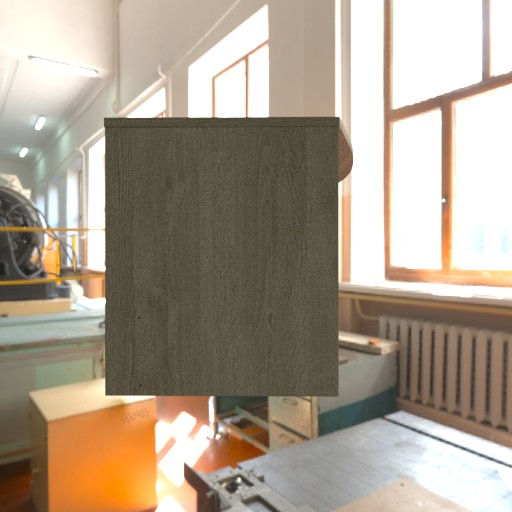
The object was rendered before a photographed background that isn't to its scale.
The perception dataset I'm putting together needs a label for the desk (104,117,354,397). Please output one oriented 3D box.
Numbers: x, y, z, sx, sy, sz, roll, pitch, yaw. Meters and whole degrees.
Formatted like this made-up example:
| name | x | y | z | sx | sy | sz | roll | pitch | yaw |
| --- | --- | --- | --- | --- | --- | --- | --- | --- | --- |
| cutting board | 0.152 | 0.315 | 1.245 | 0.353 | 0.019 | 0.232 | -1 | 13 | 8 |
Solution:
| name | x | y | z | sx | sy | sz | roll | pitch | yaw |
| --- | --- | --- | --- | --- | --- | --- | --- | --- | --- |
| desk | 0.000 | 0.000 | 1.992 | 0.802 | 0.752 | 1.600 | 0 | 0 | 1 |
